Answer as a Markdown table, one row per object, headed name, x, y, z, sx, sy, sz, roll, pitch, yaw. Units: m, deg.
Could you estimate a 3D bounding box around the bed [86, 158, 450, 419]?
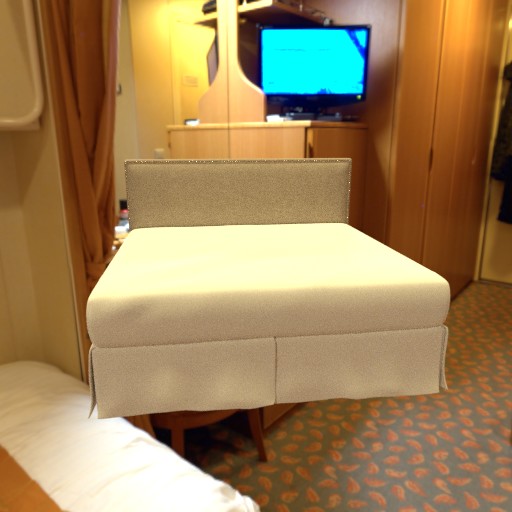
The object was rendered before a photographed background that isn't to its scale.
| name | x | y | z | sx | sy | sz | roll | pitch | yaw |
| --- | --- | --- | --- | --- | --- | --- | --- | --- | --- |
| bed | 0.000 | 0.000 | 3.324 | 2.170 | 1.346 | 1.914 | -2 | 15 | -8 |
